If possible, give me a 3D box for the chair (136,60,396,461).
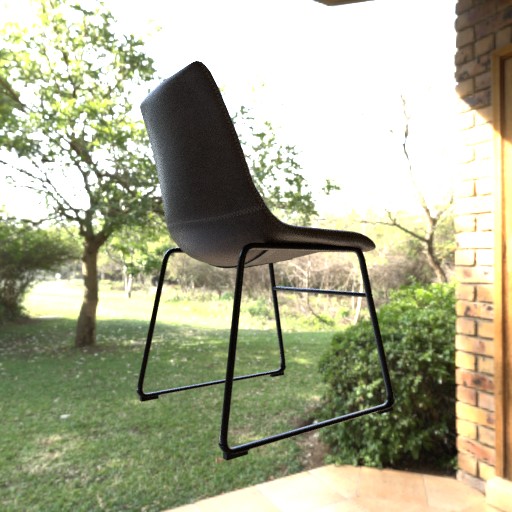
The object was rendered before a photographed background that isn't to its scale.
[{"bbox_3d":[0.000,0.000,1.154,0.550,0.780,0.460,1,-1,-35],"label":"chair"}]
